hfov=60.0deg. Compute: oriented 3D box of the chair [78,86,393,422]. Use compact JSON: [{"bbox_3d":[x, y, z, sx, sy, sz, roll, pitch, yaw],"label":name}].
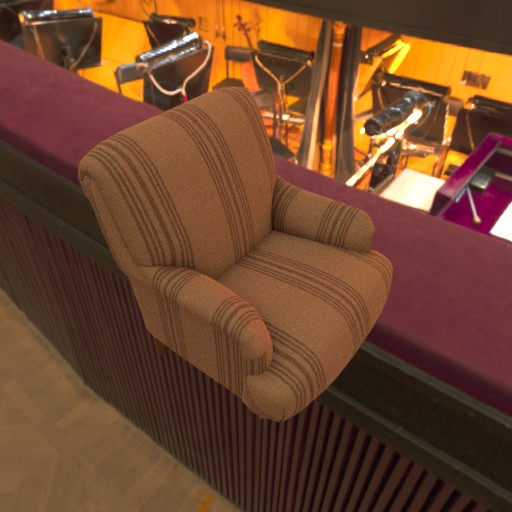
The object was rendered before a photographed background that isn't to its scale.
[{"bbox_3d":[0.000,0.000,1.638,0.914,0.940,0.813,27,48,27],"label":"chair"}]
